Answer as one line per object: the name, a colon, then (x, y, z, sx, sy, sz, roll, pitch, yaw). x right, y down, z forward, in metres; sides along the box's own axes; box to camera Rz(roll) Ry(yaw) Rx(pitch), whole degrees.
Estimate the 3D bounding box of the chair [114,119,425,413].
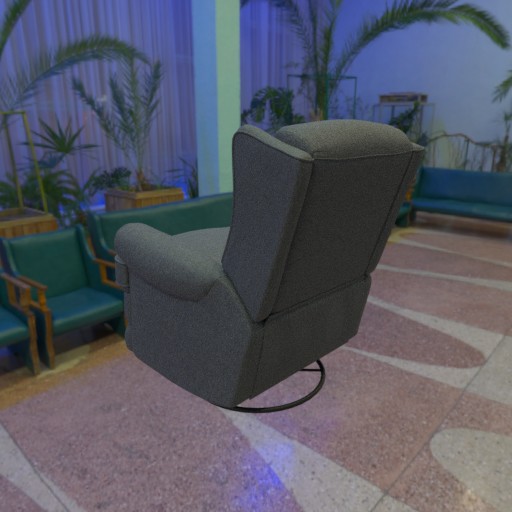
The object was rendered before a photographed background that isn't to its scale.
chair: (0.000, 0.000, 1.721, 0.847, 1.011, 0.969, -16, 23, -43)
